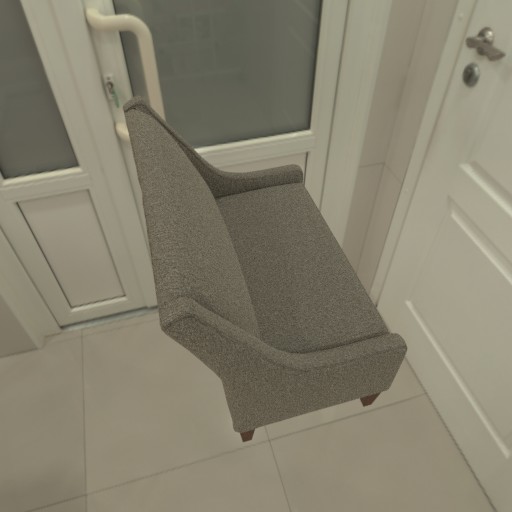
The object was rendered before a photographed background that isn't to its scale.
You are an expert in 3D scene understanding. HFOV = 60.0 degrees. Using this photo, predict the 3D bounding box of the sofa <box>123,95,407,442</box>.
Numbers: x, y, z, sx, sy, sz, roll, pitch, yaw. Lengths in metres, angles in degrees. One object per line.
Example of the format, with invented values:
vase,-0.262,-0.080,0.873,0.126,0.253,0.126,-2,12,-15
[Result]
sofa,0.000,0.000,1.965,0.862,1.026,1.242,-12,48,-11
